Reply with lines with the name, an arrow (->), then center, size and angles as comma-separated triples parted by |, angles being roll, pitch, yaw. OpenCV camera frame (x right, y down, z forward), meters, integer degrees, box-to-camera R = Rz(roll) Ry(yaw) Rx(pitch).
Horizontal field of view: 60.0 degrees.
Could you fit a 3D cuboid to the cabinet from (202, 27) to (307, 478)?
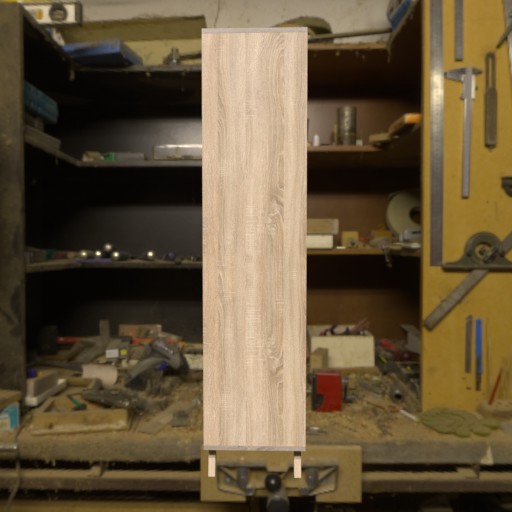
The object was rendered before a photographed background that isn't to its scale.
cabinet -> 0.000, 0.000, 2.177 | 0.450, 1.960, 0.510 | 0, 2, 2
